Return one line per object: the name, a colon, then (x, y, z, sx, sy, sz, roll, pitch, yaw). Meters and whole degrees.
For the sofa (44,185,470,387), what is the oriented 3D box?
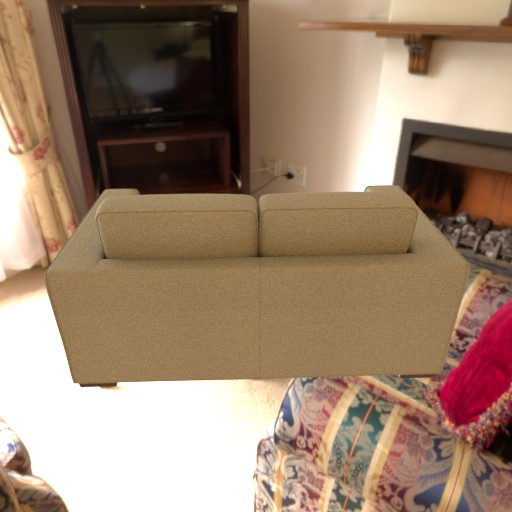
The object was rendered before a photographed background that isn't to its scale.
sofa: (0.000, 0.000, 2.408, 1.812, 0.924, 1.007, -1, 29, -2)
